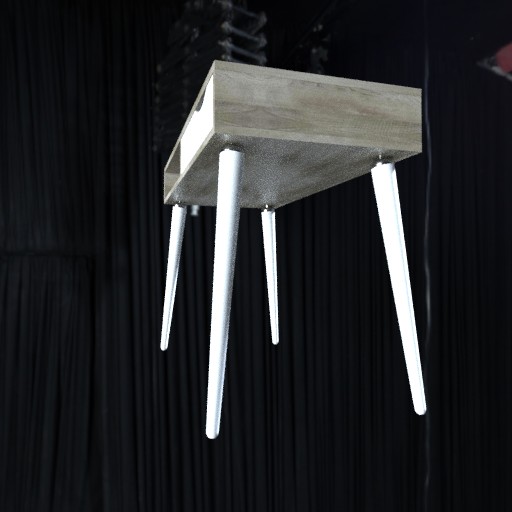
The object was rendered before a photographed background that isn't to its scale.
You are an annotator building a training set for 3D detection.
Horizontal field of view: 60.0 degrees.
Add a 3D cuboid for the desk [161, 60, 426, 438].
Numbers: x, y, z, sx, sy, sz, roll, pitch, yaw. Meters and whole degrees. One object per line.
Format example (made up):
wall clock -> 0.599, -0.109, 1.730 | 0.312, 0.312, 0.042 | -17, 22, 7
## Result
desk -> 0.000, 0.000, 1.377 | 0.491, 0.723, 0.979 | 0, -2, -17
